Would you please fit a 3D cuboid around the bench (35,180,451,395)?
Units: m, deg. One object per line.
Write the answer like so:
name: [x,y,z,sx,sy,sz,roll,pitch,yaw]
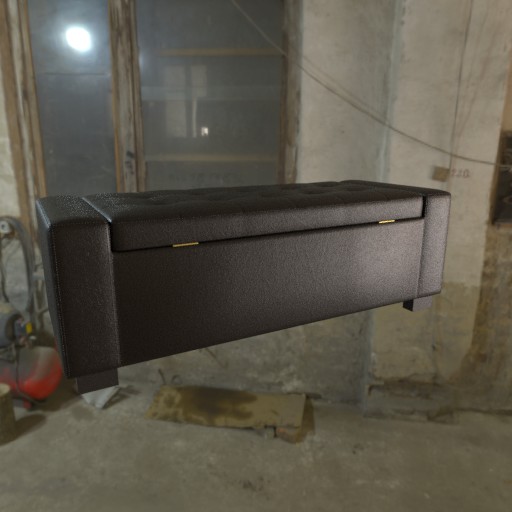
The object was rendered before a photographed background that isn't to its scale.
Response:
bench: [0.000,0.000,1.513,1.296,0.445,0.508,-8,17,-27]
